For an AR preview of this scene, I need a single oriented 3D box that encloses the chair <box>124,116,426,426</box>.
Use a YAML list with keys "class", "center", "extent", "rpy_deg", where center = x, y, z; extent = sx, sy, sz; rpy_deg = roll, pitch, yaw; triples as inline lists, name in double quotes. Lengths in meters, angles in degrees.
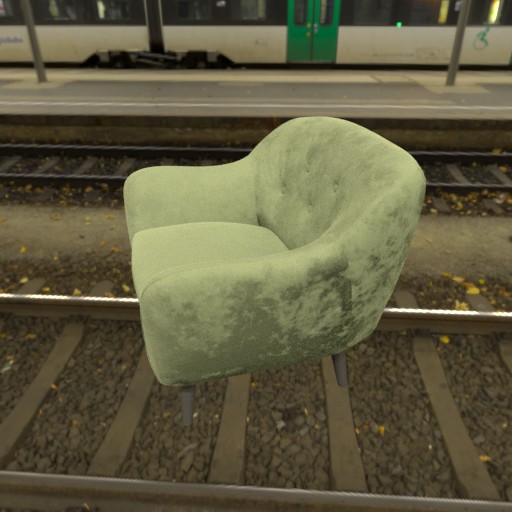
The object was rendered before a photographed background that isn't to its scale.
- class: "chair"
  center: [0.000, 0.000, 1.509]
  extent: [0.819, 0.804, 0.840]
  rpy_deg: [-9, 30, -15]
